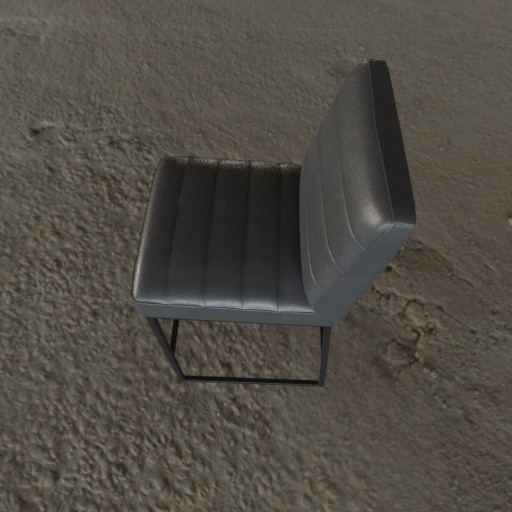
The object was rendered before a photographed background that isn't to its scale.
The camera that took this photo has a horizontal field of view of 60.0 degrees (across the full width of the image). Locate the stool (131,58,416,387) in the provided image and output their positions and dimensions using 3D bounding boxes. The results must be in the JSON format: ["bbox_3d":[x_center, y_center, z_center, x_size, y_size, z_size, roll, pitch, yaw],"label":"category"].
[{"bbox_3d":[0.000,0.000,1.219,0.552,0.938,0.457,2,58,1],"label":"stool"}]
